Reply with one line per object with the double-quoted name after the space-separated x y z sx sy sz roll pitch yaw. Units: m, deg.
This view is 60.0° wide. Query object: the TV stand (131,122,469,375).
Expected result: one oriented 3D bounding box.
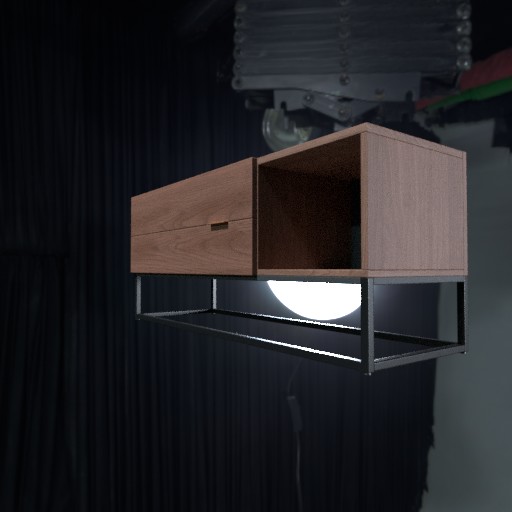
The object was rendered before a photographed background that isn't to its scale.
0.000 0.000 1.456 0.415 0.500 1.200 1 -2 -37 "TV stand"
